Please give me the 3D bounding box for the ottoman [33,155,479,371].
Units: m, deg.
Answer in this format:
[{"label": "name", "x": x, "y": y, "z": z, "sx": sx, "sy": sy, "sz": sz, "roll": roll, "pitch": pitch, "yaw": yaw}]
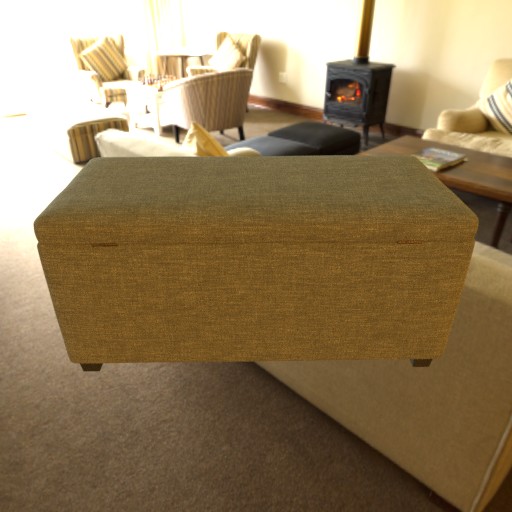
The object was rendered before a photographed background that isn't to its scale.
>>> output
[{"label": "ottoman", "x": 0.000, "y": 0.000, "z": 1.123, "sx": 0.902, "sy": 0.432, "sz": 0.419, "roll": -1, "pitch": 31, "yaw": -1}]
